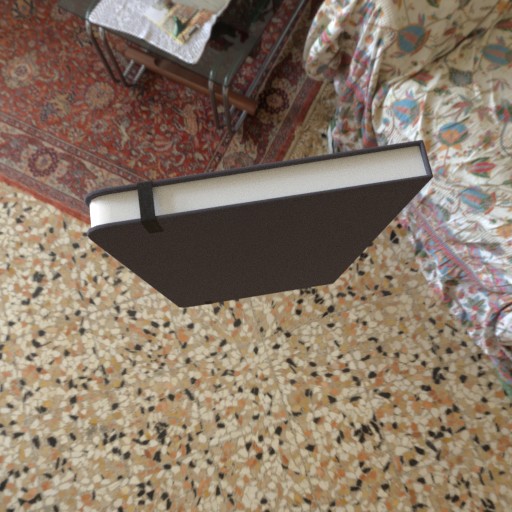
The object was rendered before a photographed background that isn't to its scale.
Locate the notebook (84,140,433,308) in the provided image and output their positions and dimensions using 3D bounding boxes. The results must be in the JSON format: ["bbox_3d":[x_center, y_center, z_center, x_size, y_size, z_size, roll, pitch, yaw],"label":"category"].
[{"bbox_3d":[0.000,0.000,0.261,0.127,0.213,0.016,-9,76,-2],"label":"notebook"}]
